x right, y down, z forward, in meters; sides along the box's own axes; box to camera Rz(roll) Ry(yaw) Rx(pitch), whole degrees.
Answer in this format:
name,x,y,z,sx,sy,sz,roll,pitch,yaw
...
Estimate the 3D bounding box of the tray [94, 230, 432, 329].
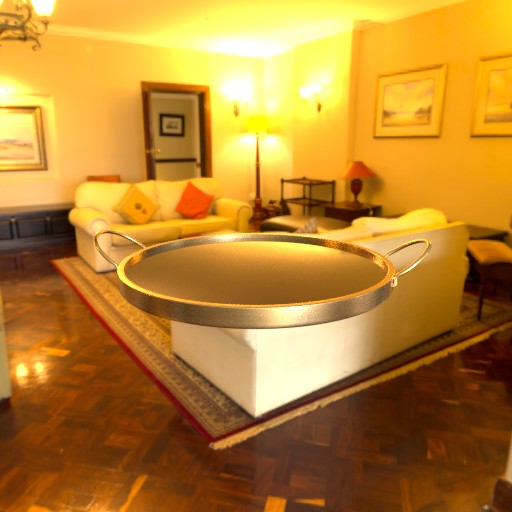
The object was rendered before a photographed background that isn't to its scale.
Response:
name,x,y,z,sx,sy,sz,roll,pitch,yaw
tray,0.000,0.000,0.728,0.543,0.069,0.438,2,15,8
